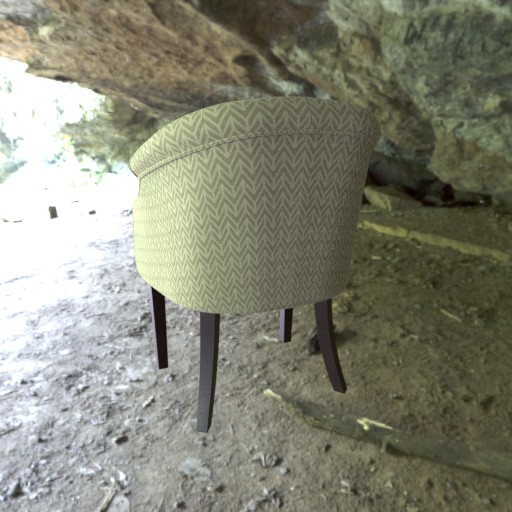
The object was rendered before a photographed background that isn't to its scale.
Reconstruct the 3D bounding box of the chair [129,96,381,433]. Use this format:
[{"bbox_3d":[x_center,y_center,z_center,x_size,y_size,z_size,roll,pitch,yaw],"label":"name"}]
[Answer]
[{"bbox_3d":[0.000,0.000,1.331,0.686,0.858,0.613,-7,16,-25],"label":"chair"}]
